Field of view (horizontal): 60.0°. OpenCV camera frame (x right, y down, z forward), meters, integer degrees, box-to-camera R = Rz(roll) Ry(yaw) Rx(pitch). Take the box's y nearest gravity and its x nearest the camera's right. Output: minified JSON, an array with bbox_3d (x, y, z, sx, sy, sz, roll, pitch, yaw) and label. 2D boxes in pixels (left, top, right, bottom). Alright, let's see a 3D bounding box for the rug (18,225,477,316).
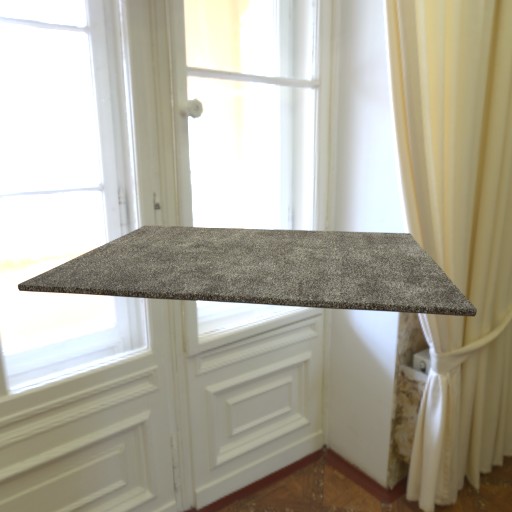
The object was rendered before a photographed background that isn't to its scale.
[{"bbox_3d":[0.000,0.000,2.087,1.601,0.025,1.198,2,15,9],"label":"rug"}]
